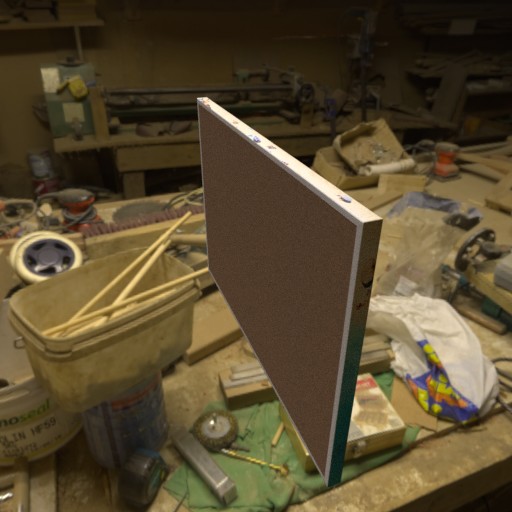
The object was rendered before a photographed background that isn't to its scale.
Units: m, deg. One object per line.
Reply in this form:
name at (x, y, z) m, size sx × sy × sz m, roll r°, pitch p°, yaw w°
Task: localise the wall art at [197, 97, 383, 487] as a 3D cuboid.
wall art at (0.000, 0.000, 1.419) m, size 0.040 × 0.769 × 1.136 m, roll -11°, pitch 32°, yaw -18°
